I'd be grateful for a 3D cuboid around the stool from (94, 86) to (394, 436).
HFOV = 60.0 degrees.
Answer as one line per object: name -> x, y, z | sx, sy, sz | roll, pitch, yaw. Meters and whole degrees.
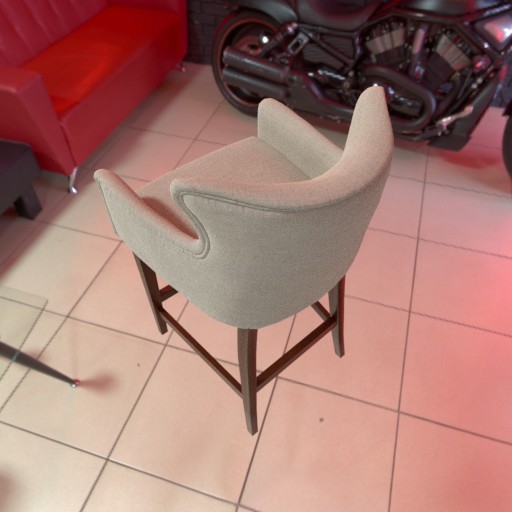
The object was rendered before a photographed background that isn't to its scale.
stool -> 0.000, 0.000, 1.345 | 0.615, 0.987, 0.637 | -32, 55, -25
